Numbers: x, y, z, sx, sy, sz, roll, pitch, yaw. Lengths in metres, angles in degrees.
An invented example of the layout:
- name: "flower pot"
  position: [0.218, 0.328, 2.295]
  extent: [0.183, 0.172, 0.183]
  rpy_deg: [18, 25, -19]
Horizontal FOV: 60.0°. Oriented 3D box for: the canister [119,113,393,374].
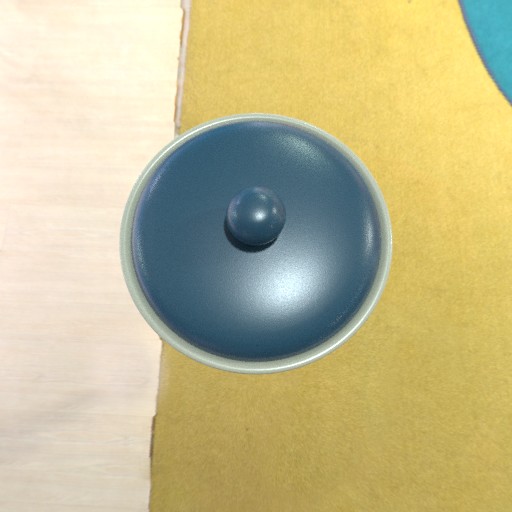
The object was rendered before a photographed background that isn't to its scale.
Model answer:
- name: "canister"
  position: [0.000, 0.000, 0.350]
  extent: [0.181, 0.211, 0.181]
  rpy_deg: [0, 75, 0]
